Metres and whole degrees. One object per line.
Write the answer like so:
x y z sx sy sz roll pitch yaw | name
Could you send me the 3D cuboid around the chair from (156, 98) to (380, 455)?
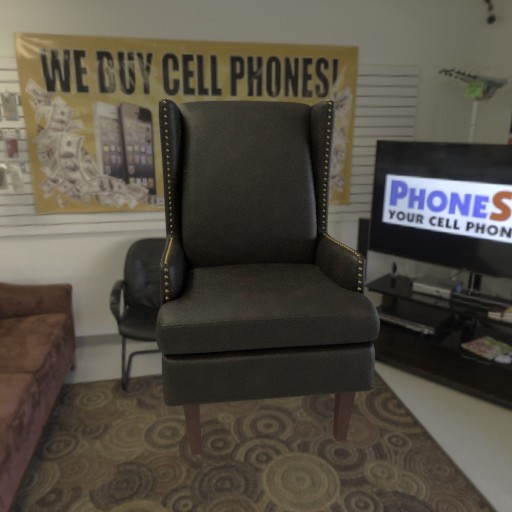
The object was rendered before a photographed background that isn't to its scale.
0.000 0.000 1.664 0.703 1.142 0.799 -2 16 -7 | chair
